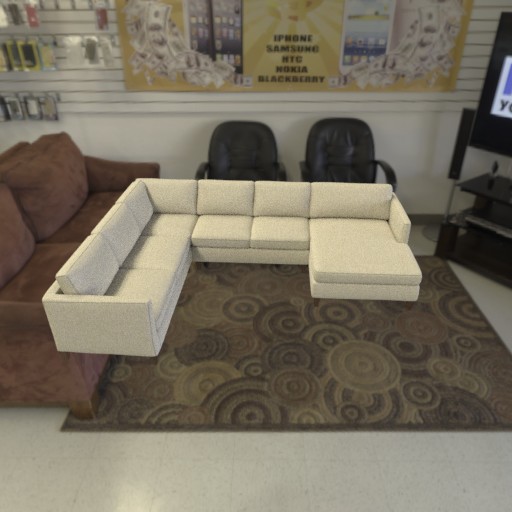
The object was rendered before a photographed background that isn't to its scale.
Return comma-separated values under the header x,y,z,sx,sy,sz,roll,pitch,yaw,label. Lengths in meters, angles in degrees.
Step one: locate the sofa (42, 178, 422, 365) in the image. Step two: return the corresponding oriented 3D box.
x,y,z,sx,sy,sz,roll,pitch,yaw,label
0.000,0.000,4.727,3.403,0.889,2.551,2,30,3,sofa
